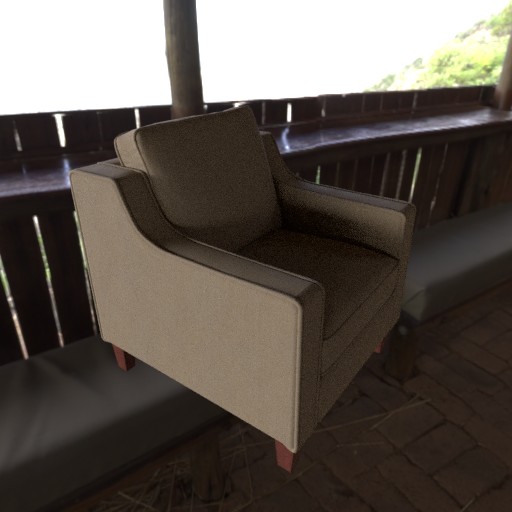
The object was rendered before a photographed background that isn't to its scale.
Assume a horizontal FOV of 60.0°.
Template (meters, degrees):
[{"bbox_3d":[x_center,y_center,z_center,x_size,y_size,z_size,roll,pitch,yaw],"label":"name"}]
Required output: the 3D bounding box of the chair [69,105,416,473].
[{"bbox_3d":[0.000,0.000,1.642,0.909,0.960,0.831,18,32,32],"label":"chair"}]
